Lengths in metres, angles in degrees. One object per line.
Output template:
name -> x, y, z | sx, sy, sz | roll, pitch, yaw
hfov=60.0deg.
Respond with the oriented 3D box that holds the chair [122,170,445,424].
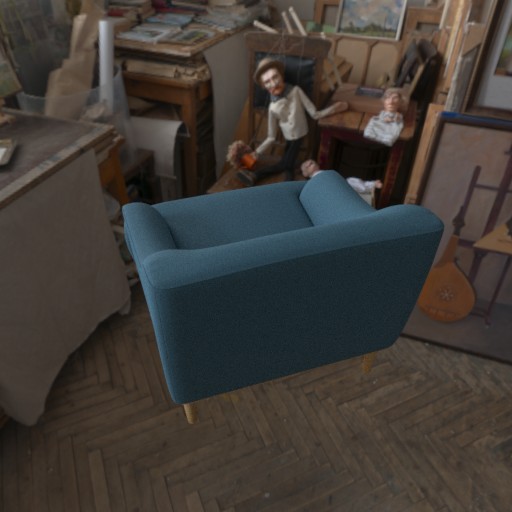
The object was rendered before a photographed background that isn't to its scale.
chair -> 0.000, 0.000, 1.696 | 0.946, 0.818, 0.951 | -12, 42, -13
